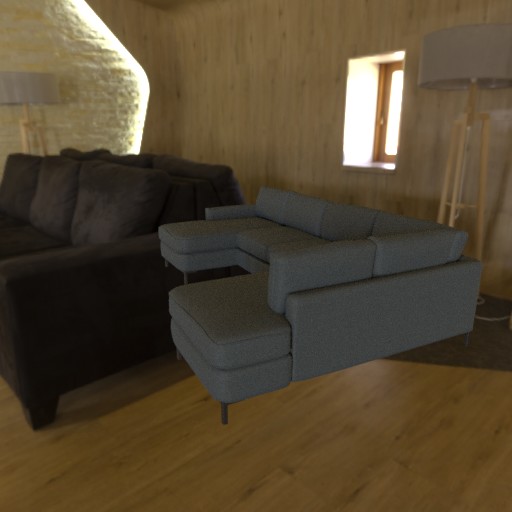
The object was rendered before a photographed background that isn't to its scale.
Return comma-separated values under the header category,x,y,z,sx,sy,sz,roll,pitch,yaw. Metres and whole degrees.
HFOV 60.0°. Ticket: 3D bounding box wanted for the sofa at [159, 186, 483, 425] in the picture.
category,x,y,z,sx,sy,sz,roll,pitch,yaw
sofa,0.000,0.000,3.821,1.984,0.858,2.975,-8,18,-26
